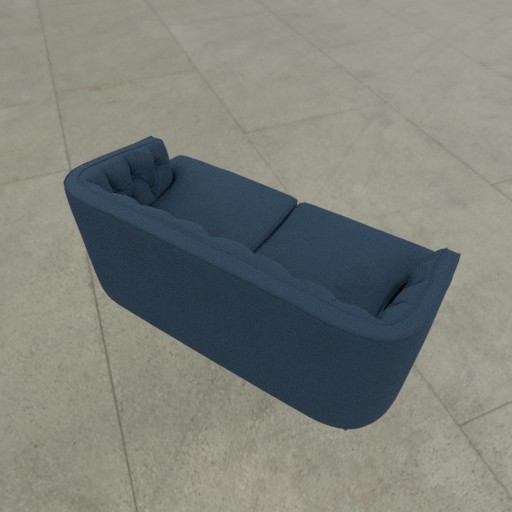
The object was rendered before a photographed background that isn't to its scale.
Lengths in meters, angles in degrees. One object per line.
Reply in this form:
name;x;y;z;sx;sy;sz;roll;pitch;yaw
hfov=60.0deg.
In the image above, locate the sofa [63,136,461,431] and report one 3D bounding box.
sofa;0.000;0.000;2.204;1.733;0.854;0.941;25;51;22
